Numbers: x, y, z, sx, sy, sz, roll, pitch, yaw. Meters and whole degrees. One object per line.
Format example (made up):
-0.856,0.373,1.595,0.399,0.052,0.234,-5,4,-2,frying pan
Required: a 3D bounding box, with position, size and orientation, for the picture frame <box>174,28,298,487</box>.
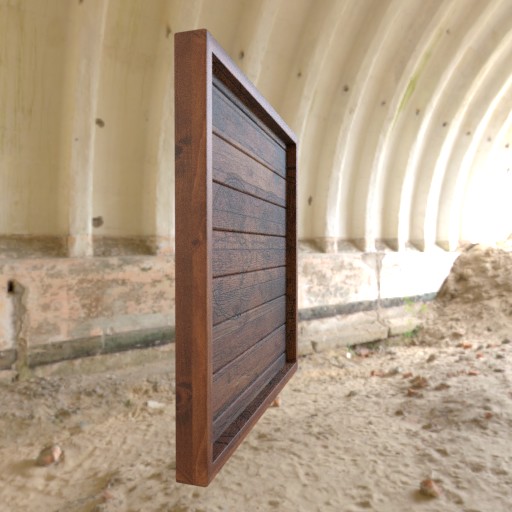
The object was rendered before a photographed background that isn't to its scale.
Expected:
0.000,0.000,0.514,0.028,0.356,0.352,0,1,17,picture frame
